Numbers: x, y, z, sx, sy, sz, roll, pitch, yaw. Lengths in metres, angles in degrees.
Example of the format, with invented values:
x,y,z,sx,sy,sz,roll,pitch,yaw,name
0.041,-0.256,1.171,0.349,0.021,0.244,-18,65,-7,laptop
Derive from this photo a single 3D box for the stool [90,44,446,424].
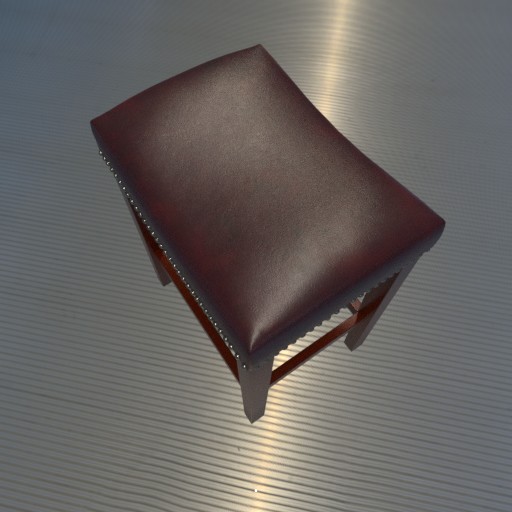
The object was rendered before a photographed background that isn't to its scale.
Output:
x,y,z,sx,sy,sz,roll,pitch,yaw,name
0.000,0.000,0.972,0.372,0.657,0.504,-31,66,-15,stool
